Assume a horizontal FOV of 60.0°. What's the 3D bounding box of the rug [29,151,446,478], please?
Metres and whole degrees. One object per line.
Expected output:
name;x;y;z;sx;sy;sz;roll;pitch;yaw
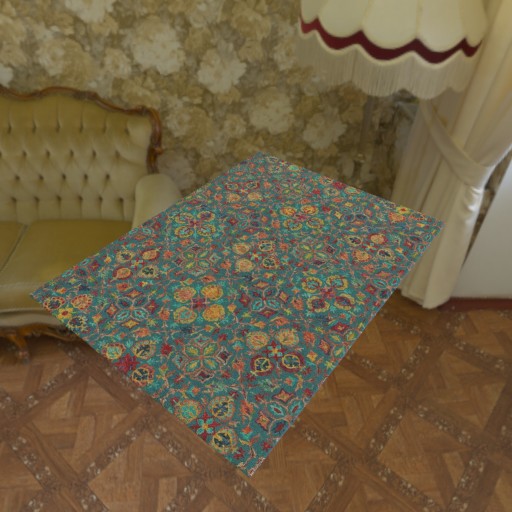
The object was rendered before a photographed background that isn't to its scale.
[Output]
rug;0.000;0.000;4.164;2.434;0.025;3.204;28;49;28
